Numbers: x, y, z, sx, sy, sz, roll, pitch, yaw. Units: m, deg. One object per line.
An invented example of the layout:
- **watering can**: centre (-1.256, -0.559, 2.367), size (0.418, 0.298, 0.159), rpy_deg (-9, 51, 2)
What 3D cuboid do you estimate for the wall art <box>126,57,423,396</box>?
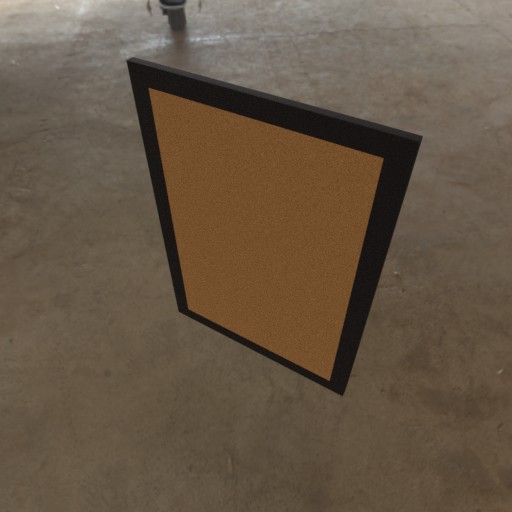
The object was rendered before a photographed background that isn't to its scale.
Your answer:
- **wall art**: centre (0.000, 0.000, 0.697), size (0.380, 0.534, 0.013), rpy_deg (23, 50, 21)
